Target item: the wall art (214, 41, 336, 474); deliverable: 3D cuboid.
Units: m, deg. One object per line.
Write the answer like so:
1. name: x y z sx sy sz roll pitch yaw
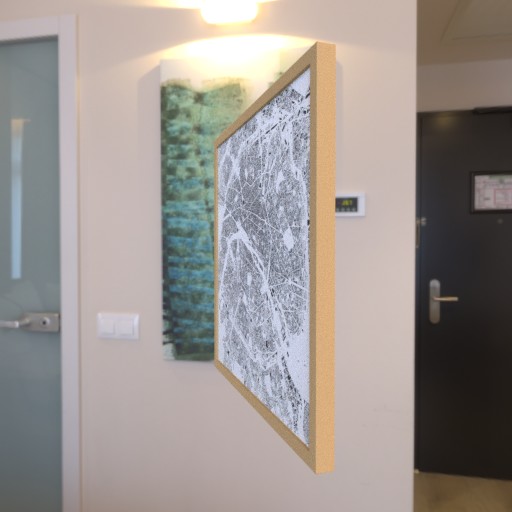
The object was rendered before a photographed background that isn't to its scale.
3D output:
1. wall art: 0.000 0.000 1.143 0.037 0.761 0.761 0 1 -19
